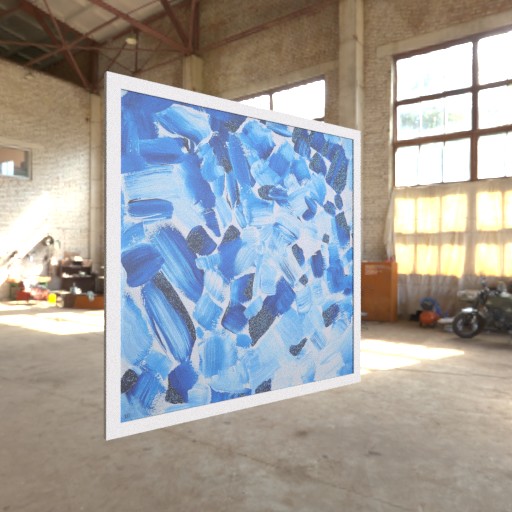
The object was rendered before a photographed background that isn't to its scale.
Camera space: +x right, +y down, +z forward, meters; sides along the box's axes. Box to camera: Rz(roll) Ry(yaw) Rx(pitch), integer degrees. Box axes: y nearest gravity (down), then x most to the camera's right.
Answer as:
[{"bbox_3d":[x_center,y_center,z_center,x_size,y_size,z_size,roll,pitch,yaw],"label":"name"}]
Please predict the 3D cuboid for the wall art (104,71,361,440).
[{"bbox_3d":[0.000,0.000,0.985,0.660,0.660,0.015,0,0,-35],"label":"wall art"}]
